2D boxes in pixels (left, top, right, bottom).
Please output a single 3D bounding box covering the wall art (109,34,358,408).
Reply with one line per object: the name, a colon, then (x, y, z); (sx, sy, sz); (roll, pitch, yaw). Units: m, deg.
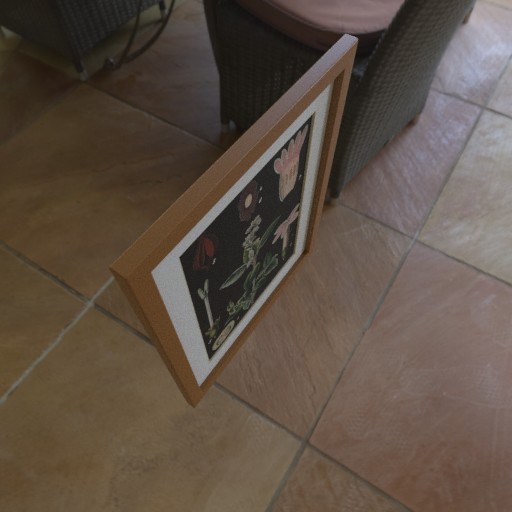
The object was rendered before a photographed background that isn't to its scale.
wall art: (0.000, 0.000, 0.742); (0.021, 0.550, 0.449); (31, 64, 17)
